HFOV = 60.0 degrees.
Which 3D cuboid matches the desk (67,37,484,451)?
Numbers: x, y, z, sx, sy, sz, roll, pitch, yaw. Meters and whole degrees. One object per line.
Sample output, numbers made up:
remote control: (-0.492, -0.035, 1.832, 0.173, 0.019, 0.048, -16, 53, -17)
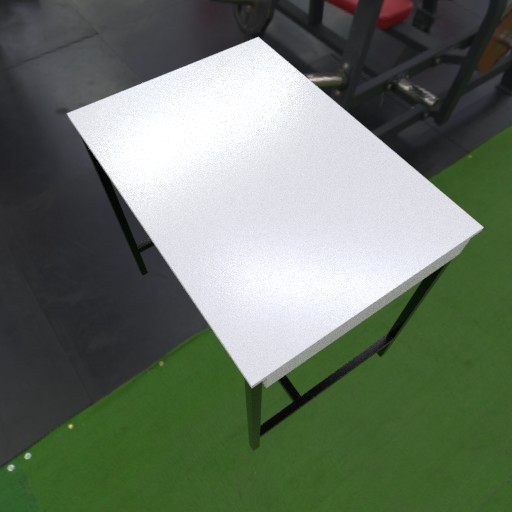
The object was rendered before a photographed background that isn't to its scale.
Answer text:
desk: (0.000, 0.000, 1.322, 0.573, 0.766, 0.811, -30, 62, -18)
